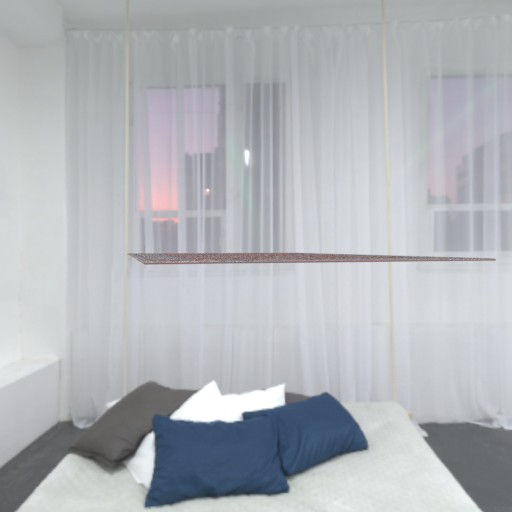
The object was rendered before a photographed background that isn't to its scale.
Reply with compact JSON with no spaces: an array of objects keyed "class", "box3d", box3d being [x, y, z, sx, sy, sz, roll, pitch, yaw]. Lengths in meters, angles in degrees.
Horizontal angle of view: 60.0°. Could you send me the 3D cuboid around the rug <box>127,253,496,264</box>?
[{"class":"rug","box3d":[0.000,0.000,2.258,1.219,0.009,1.829,0,1,-18]}]
